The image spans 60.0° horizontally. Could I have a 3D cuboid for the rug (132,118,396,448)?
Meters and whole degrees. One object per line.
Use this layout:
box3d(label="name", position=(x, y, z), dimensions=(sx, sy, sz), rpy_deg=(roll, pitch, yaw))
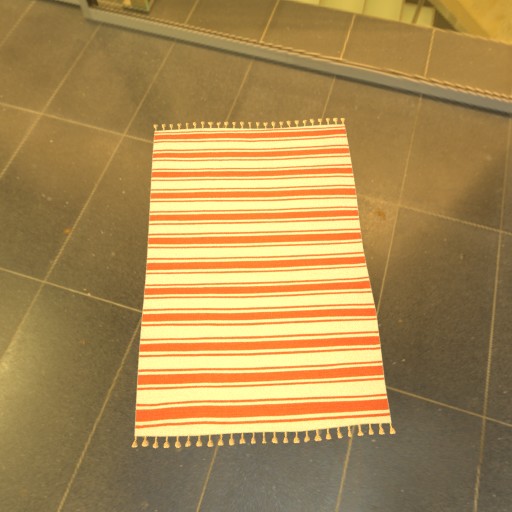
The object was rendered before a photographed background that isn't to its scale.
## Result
box3d(label="rug", position=(0.000, 0.000, 3.106), dimensions=(1.556, 0.022, 2.433), rpy_deg=(-2, 65, -1))
